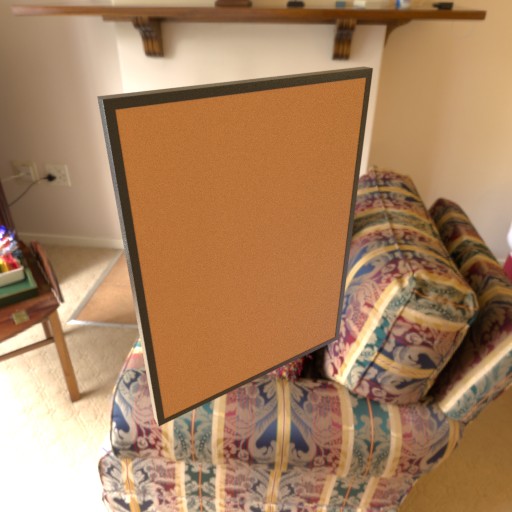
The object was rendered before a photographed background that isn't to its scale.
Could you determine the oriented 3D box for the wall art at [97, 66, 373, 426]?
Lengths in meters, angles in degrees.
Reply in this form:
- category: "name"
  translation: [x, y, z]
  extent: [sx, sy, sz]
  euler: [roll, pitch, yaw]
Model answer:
- category: "wall art"
  translation: [0.000, 0.000, 1.419]
  extent: [0.804, 1.061, 0.039]
  euler: [-18, 36, -28]
